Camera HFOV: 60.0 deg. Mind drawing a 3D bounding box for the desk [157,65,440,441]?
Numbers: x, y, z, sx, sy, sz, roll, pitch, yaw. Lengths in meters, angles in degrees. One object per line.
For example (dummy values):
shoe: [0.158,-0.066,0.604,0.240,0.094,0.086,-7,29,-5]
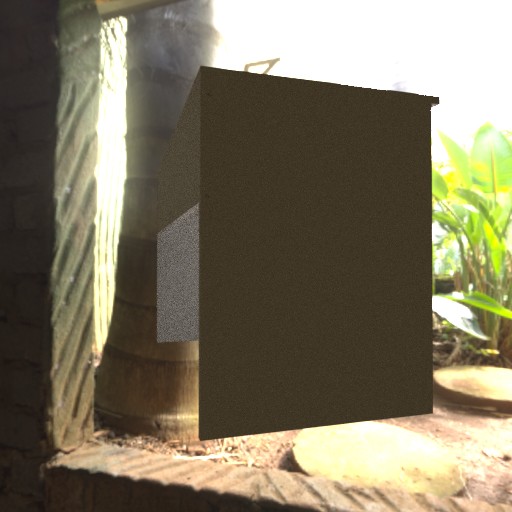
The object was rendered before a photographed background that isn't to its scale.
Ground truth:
desk: [0.000,0.000,1.468,0.560,0.730,1.100,0,-1,-17]
